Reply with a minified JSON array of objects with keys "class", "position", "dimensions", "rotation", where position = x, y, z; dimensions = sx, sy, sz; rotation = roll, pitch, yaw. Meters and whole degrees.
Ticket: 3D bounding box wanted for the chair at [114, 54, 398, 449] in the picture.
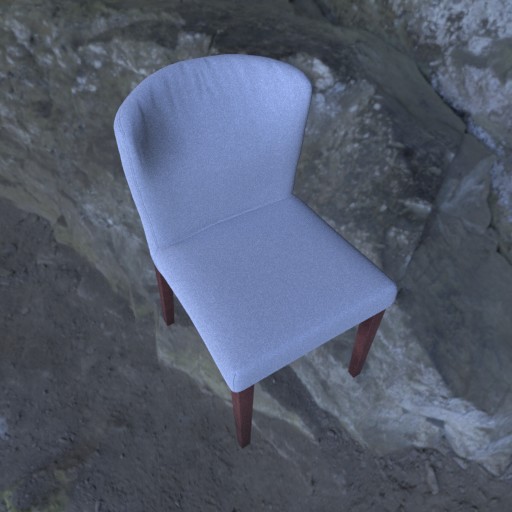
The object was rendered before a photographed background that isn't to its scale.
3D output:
[{"class":"chair","position":[0.000,0.000,1.174],"dimensions":[0.491,0.839,0.592],"rotation":[-24,51,-22]}]
